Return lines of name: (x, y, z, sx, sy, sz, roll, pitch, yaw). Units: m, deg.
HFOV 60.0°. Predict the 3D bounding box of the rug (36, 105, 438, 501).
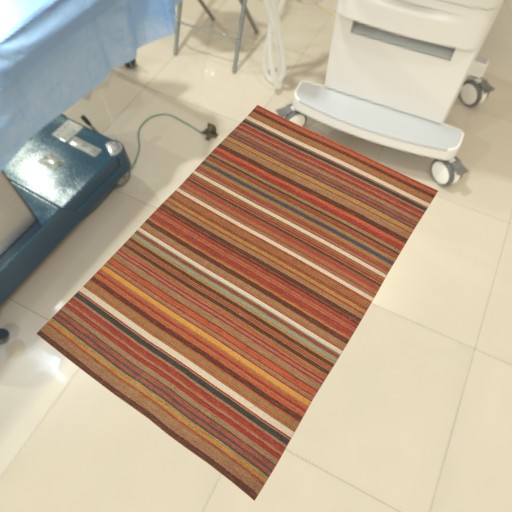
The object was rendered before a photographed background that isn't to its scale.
rug: (0.000, 0.000, 2.254, 1.217, 0.007, 1.828, 30, 65, 16)
